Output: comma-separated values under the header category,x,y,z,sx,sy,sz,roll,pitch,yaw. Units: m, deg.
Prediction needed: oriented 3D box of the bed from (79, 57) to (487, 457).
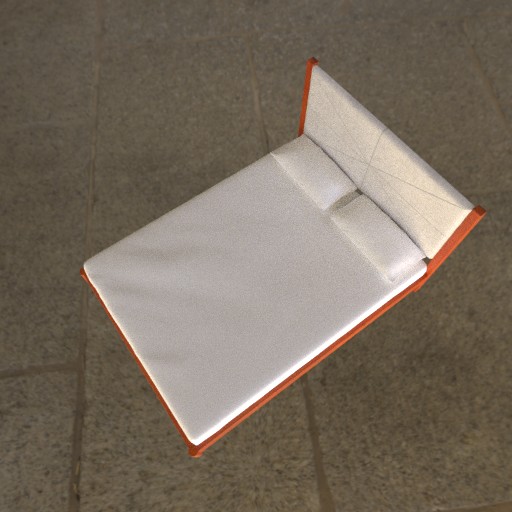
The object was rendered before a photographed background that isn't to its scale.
category,x,y,z,sx,sy,sz,roll,pitch,yaw
bed,0.000,0.000,3.037,2.117,1.165,1.566,-33,68,-15
